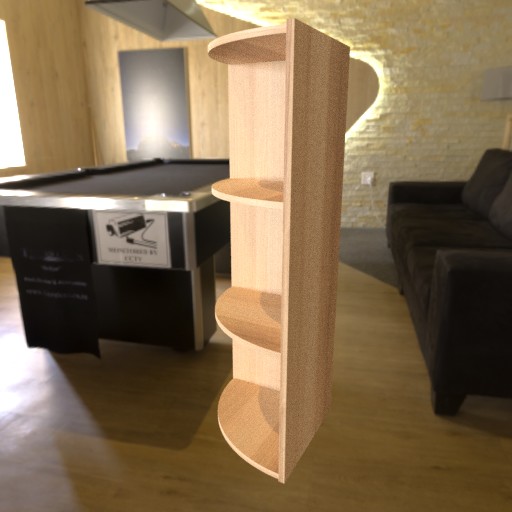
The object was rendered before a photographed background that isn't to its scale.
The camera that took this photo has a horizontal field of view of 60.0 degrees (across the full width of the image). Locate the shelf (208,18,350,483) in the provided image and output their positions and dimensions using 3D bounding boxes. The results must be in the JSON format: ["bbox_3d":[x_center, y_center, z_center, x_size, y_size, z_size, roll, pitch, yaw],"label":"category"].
[{"bbox_3d":[0.000,0.000,0.988,0.290,0.872,0.290,9,18,27],"label":"shelf"}]
